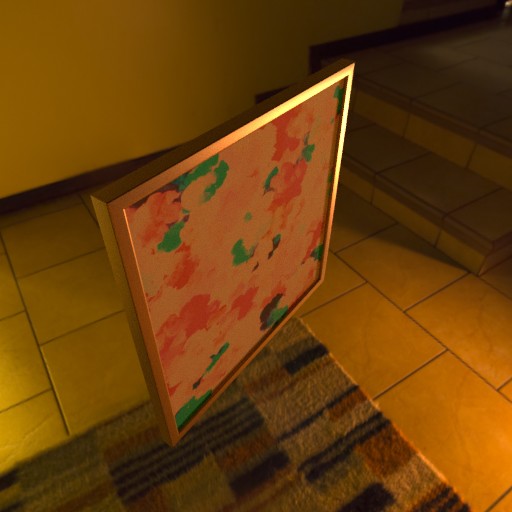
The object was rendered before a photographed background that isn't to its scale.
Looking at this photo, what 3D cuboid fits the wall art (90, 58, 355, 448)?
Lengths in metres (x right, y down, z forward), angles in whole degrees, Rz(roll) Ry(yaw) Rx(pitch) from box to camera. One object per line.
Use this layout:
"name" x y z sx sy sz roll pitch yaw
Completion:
"wall art" 0.000 0.000 1.130 0.036 0.765 0.767 27 48 27
